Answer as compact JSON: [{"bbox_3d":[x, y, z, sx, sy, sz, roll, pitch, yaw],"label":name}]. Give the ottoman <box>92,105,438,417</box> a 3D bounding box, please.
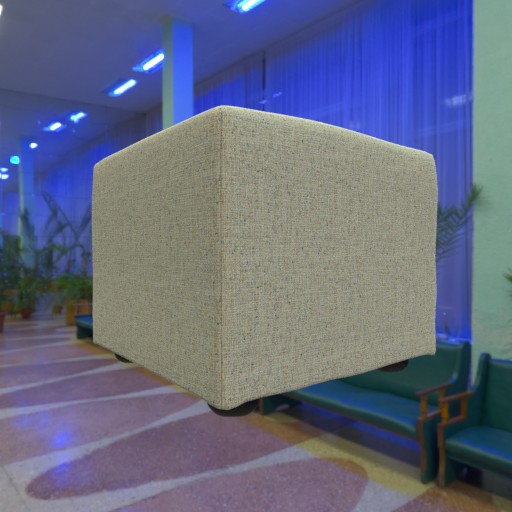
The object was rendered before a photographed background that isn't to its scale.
[{"bbox_3d":[0.000,0.000,0.907,0.512,0.453,0.521,-1,1,-38],"label":"ottoman"}]
